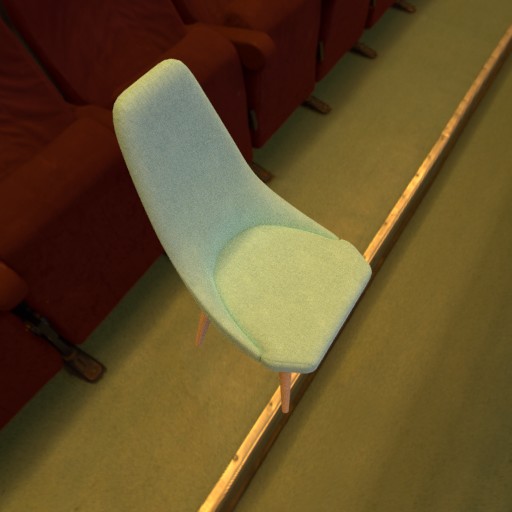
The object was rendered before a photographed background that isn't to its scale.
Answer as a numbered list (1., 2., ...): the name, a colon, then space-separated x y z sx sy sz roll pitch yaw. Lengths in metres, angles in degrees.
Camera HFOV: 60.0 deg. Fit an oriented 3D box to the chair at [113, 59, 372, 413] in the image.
1. chair: 0.000 0.000 1.397 0.660 1.040 0.510 29 62 17
